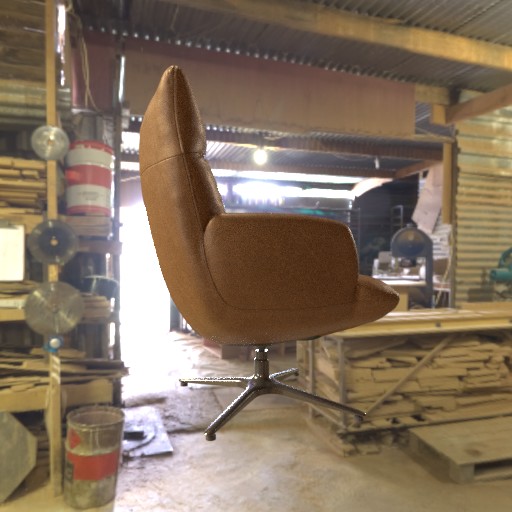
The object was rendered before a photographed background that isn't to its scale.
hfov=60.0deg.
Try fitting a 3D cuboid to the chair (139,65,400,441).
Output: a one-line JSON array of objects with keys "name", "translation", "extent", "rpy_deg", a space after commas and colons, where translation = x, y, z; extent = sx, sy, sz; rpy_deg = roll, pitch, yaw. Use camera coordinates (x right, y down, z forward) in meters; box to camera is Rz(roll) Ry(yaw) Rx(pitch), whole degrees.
[{"name": "chair", "translation": [0.000, 0.000, 1.559], "extent": [0.794, 1.027, 0.711], "rpy_deg": [0, 1, -17]}]
